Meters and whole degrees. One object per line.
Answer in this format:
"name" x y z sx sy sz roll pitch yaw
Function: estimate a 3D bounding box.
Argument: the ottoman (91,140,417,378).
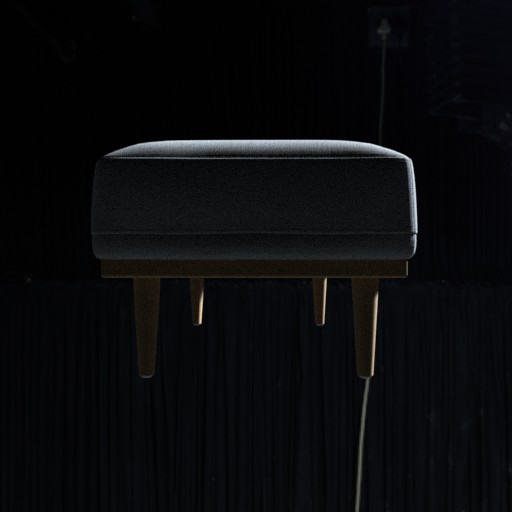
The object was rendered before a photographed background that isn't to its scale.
"ottoman" 0.000 0.000 1.082 0.549 0.428 0.749 0 0 1
